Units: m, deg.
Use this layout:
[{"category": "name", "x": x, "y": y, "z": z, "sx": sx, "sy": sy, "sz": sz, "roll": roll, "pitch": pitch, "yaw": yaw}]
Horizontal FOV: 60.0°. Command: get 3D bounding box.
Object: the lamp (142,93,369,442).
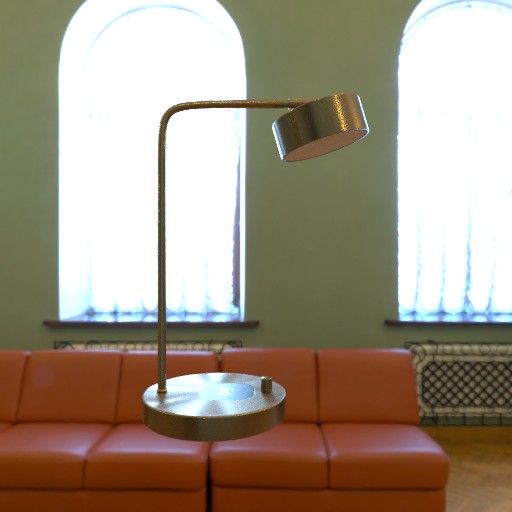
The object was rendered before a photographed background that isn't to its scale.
[{"category": "lamp", "x": 0.000, "y": 0.000, "z": 0.537, "sx": 0.270, "sy": 0.380, "sz": 0.171, "roll": 0, "pitch": 0, "yaw": 0}]
